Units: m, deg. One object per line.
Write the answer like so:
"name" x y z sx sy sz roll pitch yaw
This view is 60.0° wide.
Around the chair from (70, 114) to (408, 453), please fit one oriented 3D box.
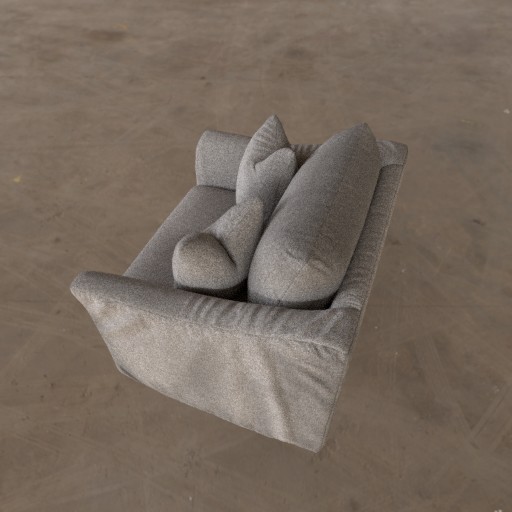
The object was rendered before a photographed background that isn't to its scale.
"chair" 0.000 0.000 2.050 1.071 1.059 1.194 16 49 15
